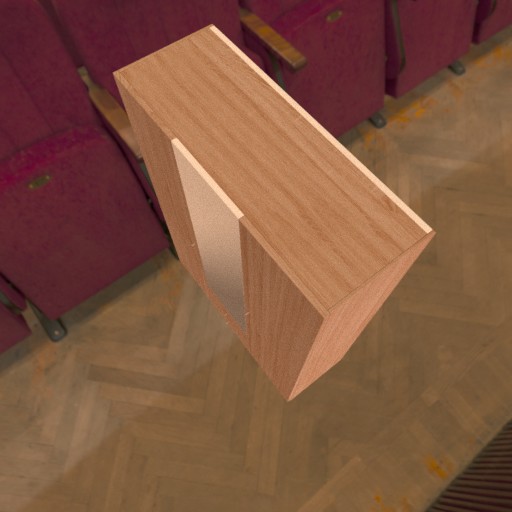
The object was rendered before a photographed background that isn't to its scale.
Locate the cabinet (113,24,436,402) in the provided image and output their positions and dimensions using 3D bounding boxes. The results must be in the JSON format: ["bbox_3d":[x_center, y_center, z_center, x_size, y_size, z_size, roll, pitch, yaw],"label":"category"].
[{"bbox_3d":[0.000,0.000,2.828,0.590,2.120,1.500,-34,69,-15],"label":"cabinet"}]
